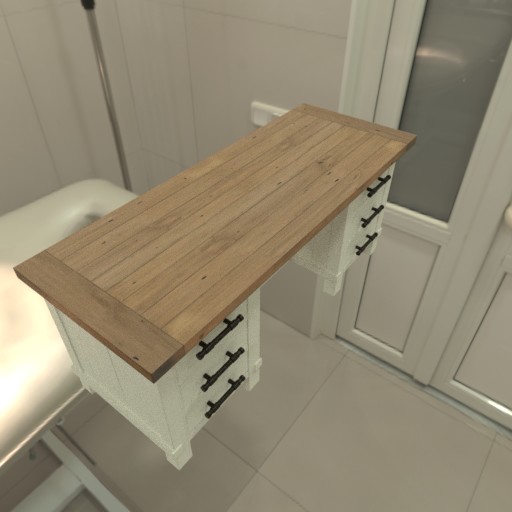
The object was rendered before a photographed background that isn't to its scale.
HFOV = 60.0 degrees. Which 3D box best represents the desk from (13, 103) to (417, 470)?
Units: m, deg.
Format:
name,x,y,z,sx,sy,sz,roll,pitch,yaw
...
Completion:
name,x,y,z,sx,sy,sz,roll,pitch,yaw
desk,0.000,0.000,2.131,0.688,0.760,1.803,27,47,28
